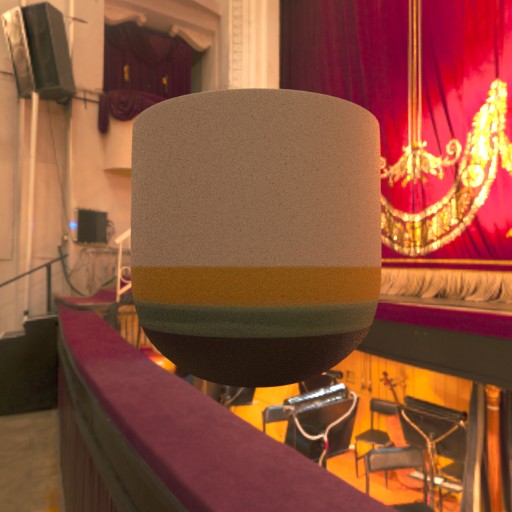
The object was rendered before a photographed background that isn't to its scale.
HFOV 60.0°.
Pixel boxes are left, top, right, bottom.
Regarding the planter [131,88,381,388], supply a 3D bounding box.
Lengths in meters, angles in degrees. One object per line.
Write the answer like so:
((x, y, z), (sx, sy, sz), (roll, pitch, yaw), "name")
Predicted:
((0.000, 0.000, 0.492), (0.268, 0.270, 0.268), (0, -1, 0), "planter")
